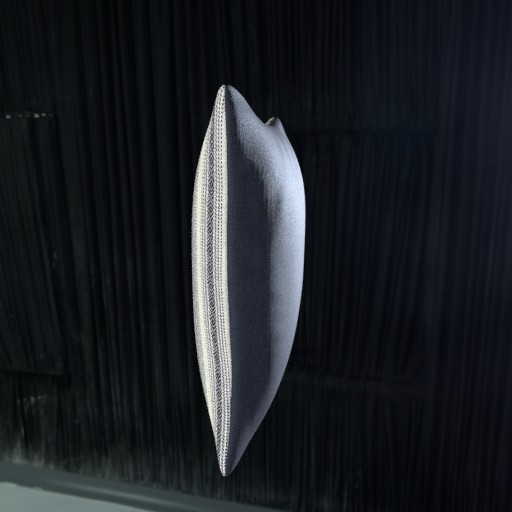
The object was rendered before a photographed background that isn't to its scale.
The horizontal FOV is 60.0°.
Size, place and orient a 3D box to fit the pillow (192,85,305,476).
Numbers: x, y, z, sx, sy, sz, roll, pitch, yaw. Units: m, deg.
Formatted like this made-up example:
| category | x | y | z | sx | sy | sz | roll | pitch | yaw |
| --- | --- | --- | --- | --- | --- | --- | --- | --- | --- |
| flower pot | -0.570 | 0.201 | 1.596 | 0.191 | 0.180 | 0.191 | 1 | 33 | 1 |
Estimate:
| category | x | y | z | sx | sy | sz | roll | pitch | yaw |
| --- | --- | --- | --- | --- | --- | --- | --- | --- | --- |
| pillow | 0.000 | 0.000 | 0.792 | 0.166 | 0.508 | 0.520 | 2 | 13 | 8 |
